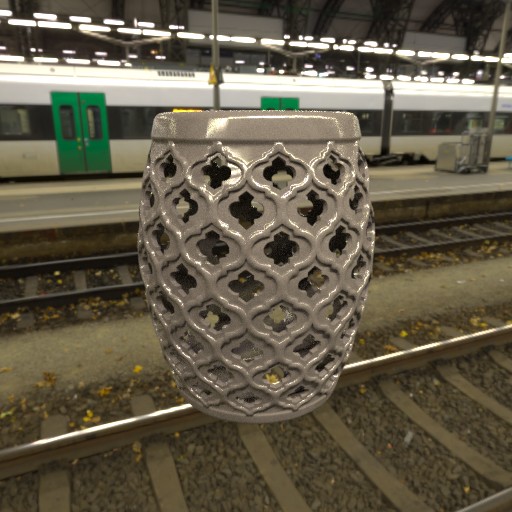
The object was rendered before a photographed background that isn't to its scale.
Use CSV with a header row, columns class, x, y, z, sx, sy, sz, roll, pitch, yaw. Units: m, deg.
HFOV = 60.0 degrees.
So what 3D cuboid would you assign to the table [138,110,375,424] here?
class,x,y,z,sx,sy,sz,roll,pitch,yaw
table,0.000,0.000,0.634,0.325,0.388,0.325,0,16,0
